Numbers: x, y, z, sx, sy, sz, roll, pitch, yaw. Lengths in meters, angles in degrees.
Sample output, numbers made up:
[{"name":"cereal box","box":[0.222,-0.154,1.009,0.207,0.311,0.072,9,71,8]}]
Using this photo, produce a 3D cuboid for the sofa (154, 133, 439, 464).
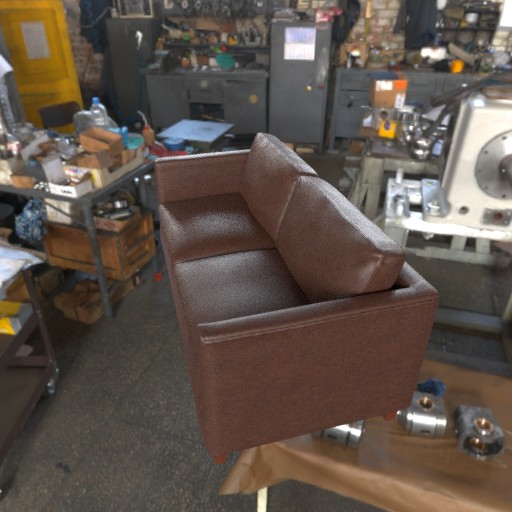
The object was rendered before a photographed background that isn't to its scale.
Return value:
[{"name":"sofa","box":[0.000,0.000,2.464,0.951,0.933,1.883,-8,32,-13]}]
